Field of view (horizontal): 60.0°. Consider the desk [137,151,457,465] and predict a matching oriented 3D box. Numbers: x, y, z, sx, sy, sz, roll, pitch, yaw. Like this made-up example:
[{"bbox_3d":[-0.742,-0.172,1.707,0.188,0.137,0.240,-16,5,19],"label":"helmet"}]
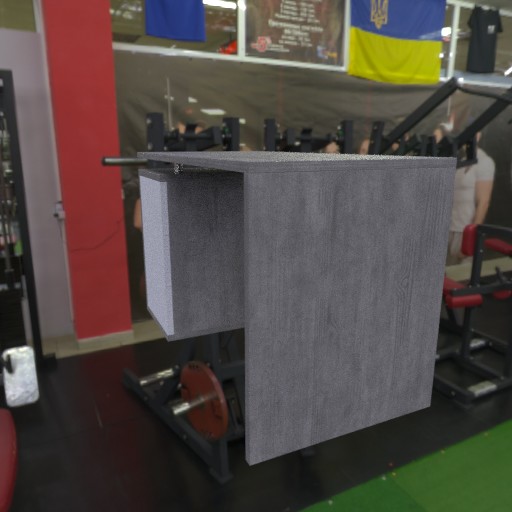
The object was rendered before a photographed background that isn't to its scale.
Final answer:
[{"bbox_3d":[0.000,0.000,1.654,0.600,0.740,1.200,-7,16,-24],"label":"desk"}]
